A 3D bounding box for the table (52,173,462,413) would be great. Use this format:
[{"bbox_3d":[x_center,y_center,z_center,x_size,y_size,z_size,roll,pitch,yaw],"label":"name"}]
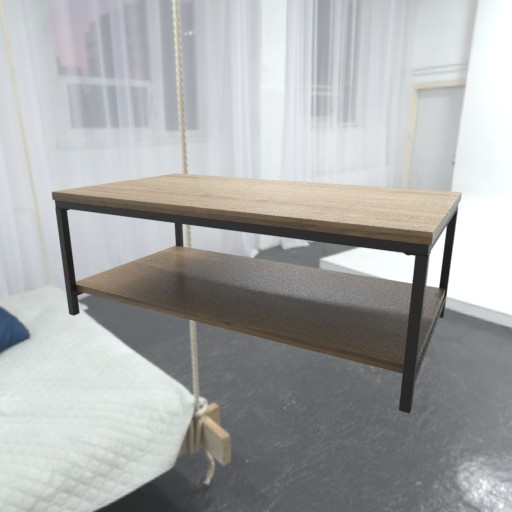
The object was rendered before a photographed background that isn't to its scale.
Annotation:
[{"bbox_3d":[0.000,0.000,1.359,1.062,0.393,0.574,9,19,28],"label":"table"}]
